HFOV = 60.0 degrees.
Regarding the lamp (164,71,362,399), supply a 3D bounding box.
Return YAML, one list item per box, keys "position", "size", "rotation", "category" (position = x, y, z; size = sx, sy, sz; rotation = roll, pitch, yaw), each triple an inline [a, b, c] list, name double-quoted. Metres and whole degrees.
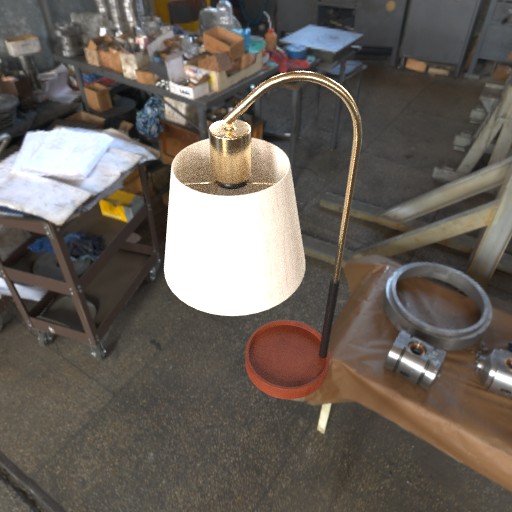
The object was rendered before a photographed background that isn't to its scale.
- position: [0.000, 0.000, 0.659]
  size: [0.273, 0.536, 0.211]
  rotation: [0, 42, 0]
  category: "lamp"
